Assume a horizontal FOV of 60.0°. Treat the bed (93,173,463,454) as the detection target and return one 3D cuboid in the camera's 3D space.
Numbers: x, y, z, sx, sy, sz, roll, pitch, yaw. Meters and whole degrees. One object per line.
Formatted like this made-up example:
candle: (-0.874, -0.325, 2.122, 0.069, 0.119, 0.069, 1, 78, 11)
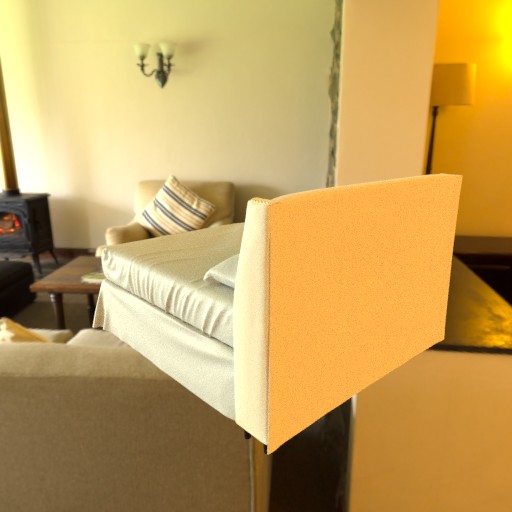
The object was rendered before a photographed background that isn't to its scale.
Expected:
bed: (0.000, 0.000, 3.472, 1.925, 1.332, 2.276, -14, 21, -40)
